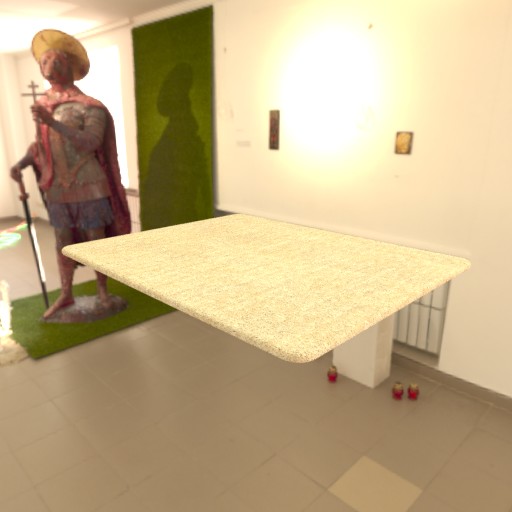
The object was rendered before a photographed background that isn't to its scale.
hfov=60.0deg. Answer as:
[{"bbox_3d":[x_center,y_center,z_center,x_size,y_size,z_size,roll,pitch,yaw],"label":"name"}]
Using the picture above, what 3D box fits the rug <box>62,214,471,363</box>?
[{"bbox_3d":[0.000,0.000,3.416,2.528,0.048,2.009,16,23,42],"label":"rug"}]
